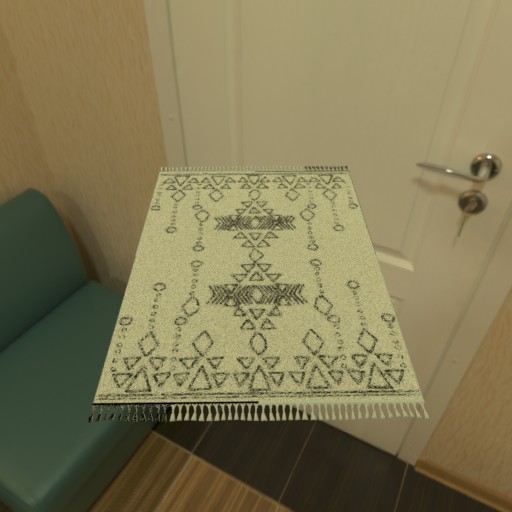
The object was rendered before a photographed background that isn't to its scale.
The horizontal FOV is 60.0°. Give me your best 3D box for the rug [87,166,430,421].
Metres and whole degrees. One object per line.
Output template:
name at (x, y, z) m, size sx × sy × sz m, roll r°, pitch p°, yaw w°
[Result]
rug at (0.000, 0.000, 2.931) m, size 1.600 × 0.013 × 2.312 m, roll 0°, pitch 41°, yaw -1°
